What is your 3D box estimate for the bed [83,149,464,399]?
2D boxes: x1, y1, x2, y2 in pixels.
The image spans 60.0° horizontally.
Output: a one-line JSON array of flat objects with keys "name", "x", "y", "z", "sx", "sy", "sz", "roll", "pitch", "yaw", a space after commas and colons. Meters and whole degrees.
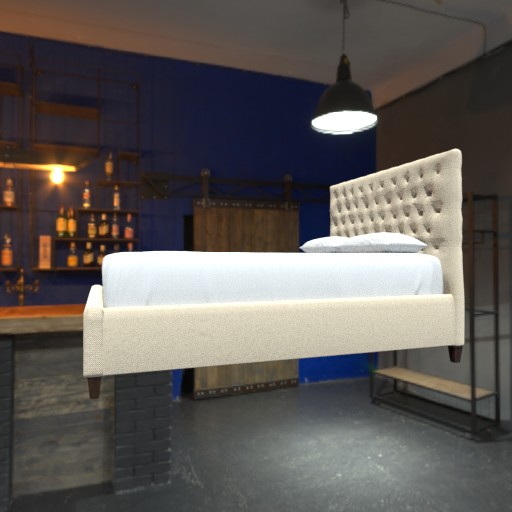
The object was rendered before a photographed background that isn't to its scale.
[{"name": "bed", "x": 0.000, "y": 0.000, "z": 3.357, "sx": 2.387, "sy": 1.427, "sz": 1.698, "roll": 0, "pitch": 0, "yaw": -19}]
